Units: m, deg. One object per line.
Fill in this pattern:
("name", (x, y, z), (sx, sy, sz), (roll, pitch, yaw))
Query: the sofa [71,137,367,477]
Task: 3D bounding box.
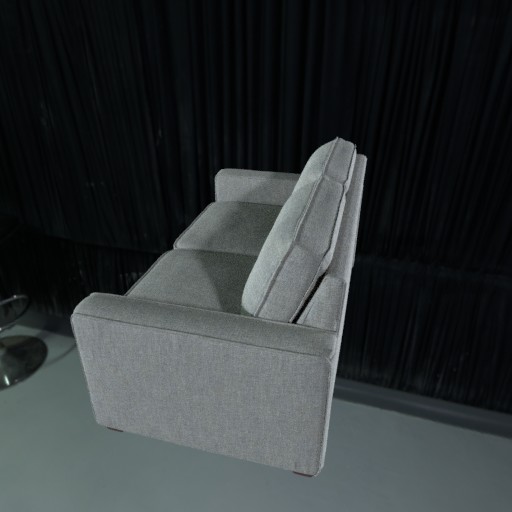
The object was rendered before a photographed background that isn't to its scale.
("sofa", (0.000, 0.000, 2.215), (0.945, 0.915, 1.706), (7, 30, 13))
